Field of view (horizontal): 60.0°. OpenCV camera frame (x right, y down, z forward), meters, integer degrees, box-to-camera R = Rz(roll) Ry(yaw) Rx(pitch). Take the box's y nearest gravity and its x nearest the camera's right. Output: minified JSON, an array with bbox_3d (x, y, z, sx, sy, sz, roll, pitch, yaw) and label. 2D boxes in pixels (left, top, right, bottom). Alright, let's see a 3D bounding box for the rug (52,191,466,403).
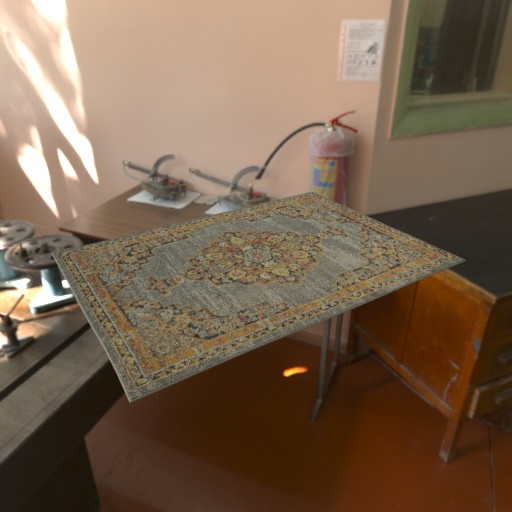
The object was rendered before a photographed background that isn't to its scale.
[{"bbox_3d":[0.000,0.000,3.993,3.063,0.024,2.158,-17,32,-29],"label":"rug"}]
